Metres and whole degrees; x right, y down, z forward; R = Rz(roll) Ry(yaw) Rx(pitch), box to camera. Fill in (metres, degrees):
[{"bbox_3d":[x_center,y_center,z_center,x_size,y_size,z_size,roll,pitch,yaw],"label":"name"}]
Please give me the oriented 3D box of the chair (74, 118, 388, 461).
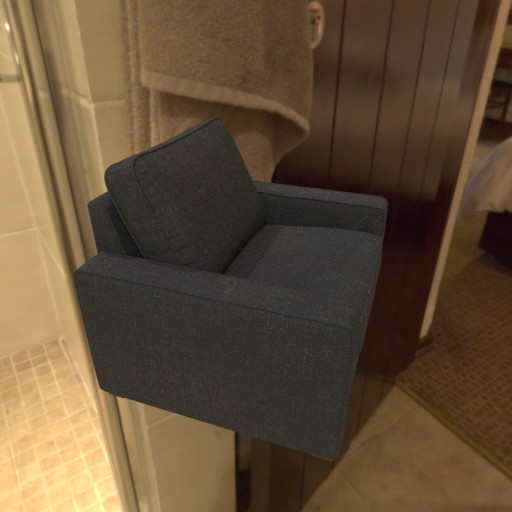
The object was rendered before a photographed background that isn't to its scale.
[{"bbox_3d":[0.000,0.000,1.763,0.940,0.919,1.017,10,31,17],"label":"chair"}]
